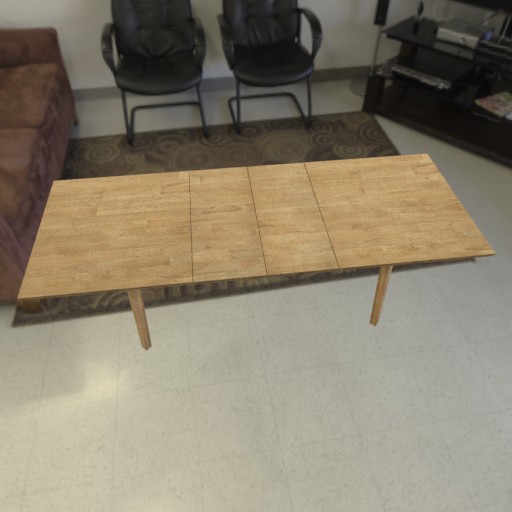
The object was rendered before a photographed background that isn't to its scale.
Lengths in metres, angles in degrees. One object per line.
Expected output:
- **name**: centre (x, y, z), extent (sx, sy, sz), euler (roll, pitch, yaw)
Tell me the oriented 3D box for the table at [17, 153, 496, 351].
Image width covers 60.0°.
- **table**: centre (0.000, 0.000, 3.007), extent (2.603, 0.752, 1.000), euler (-5, 47, -5)
